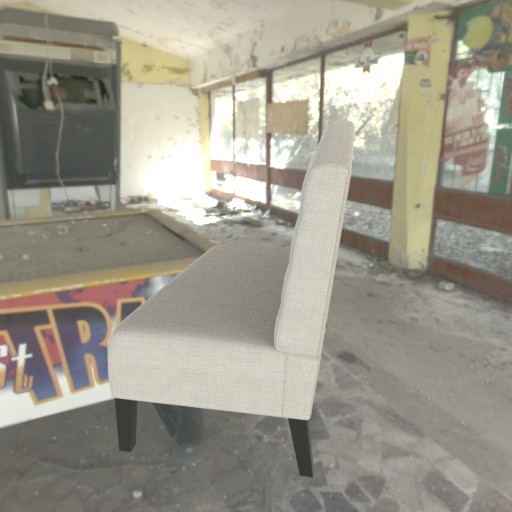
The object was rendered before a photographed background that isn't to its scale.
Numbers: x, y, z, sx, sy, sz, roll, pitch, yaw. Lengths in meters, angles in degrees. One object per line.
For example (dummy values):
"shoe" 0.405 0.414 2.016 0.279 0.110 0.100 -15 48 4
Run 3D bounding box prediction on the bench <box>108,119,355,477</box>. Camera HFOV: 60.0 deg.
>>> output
"bench" 0.000 0.000 2.019 0.815 1.180 1.335 3 15 11
